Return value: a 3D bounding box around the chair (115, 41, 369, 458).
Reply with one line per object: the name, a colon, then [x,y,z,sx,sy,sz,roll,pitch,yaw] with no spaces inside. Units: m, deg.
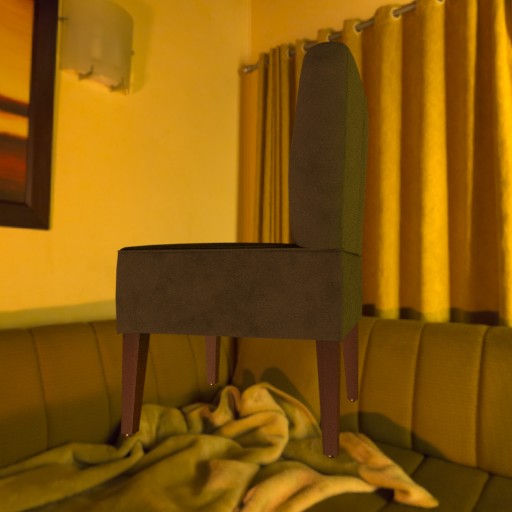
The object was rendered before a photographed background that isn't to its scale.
chair: [0.000,0.000,1.136,0.554,0.806,0.521,-1,-2,18]
